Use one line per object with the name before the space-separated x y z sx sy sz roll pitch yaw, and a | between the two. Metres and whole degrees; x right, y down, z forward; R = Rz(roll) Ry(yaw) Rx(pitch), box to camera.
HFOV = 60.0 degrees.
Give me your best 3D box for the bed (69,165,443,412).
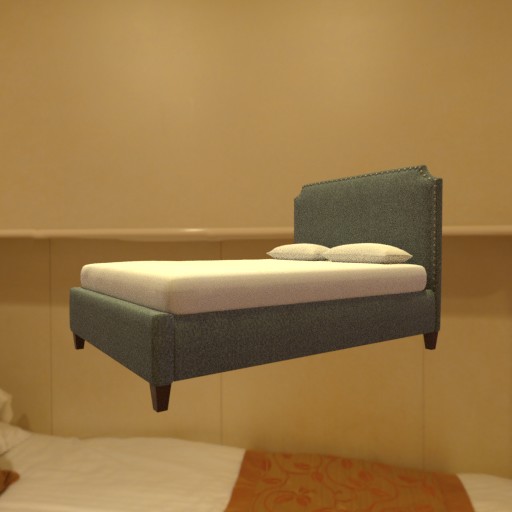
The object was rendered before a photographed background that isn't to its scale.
bed | 0.000 0.000 3.431 2.372 1.443 1.712 -1 2 -35
